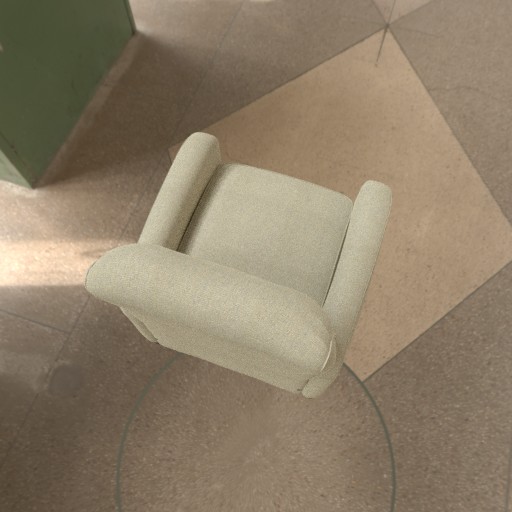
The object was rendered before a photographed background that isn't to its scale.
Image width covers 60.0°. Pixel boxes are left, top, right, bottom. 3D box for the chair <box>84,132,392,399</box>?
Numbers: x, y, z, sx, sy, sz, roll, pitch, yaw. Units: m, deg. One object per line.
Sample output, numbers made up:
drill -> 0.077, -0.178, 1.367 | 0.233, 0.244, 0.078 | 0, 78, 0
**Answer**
chair -> 0.000, 0.000, 1.640 | 0.850, 1.006, 0.853 | 18, 66, 8
